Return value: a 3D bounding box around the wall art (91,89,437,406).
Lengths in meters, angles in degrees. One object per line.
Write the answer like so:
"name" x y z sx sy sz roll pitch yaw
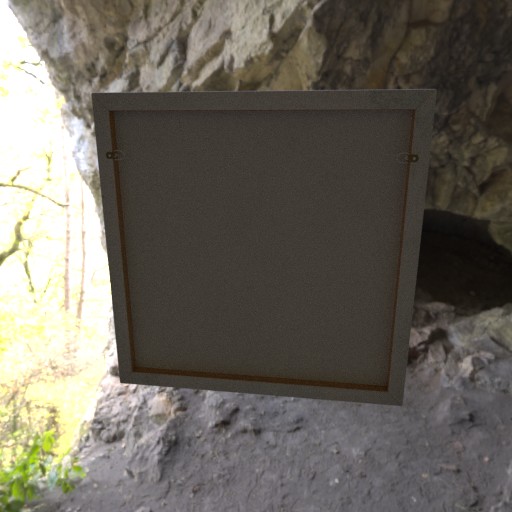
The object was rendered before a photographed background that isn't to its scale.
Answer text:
"wall art" 0.000 0.000 1.092 0.762 0.762 0.041 2 17 8
